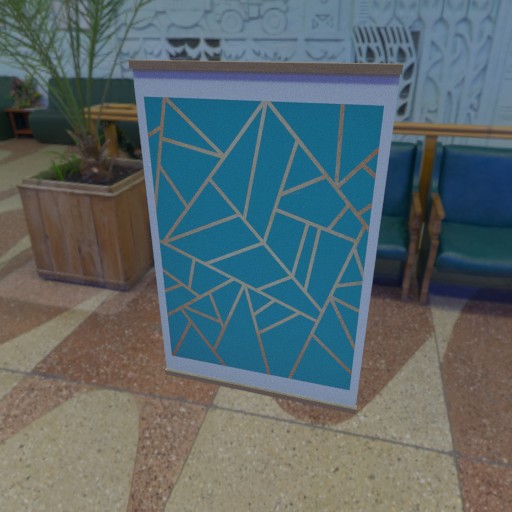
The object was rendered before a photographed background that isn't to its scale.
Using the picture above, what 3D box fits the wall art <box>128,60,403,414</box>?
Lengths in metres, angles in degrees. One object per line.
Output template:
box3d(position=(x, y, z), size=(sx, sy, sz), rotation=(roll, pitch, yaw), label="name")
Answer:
box3d(position=(0.000, 0.000, 1.892), size=(0.990, 1.519, 0.030), rotation=(7, 27, 15), label="wall art")
